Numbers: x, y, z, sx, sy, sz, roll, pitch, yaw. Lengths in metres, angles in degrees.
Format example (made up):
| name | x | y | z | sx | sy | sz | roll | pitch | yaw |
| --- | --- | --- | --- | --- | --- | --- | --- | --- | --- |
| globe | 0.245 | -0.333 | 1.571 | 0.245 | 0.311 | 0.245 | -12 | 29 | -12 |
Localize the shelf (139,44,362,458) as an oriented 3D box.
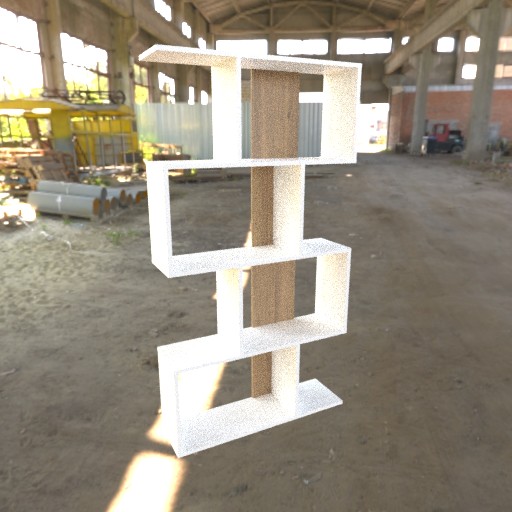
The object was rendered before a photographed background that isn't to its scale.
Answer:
| name | x | y | z | sx | sy | sz | roll | pitch | yaw |
| --- | --- | --- | --- | --- | --- | --- | --- | --- | --- |
| shelf | 0.000 | 0.000 | 2.015 | 0.890 | 1.650 | 0.250 | -8 | 17 | -26 |
